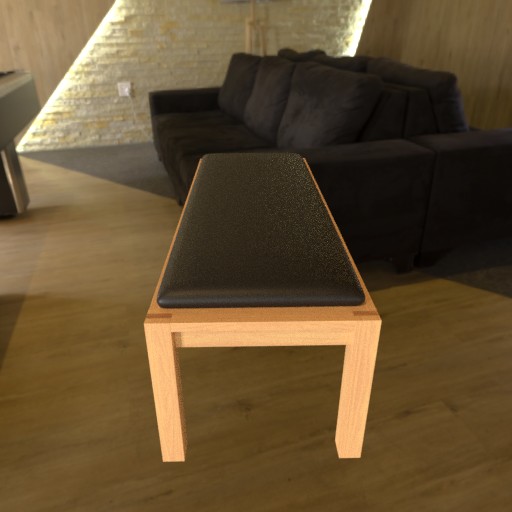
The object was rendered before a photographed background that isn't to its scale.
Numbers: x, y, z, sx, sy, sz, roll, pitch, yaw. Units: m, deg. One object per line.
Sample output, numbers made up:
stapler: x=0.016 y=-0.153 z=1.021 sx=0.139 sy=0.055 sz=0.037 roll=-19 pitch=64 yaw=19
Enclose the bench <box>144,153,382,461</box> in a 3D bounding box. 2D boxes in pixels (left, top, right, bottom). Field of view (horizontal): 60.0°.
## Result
bench: x=0.000 y=0.000 z=1.447 sx=0.450 sy=0.430 sz=1.202 roll=-1 pitch=27 yaw=-1
